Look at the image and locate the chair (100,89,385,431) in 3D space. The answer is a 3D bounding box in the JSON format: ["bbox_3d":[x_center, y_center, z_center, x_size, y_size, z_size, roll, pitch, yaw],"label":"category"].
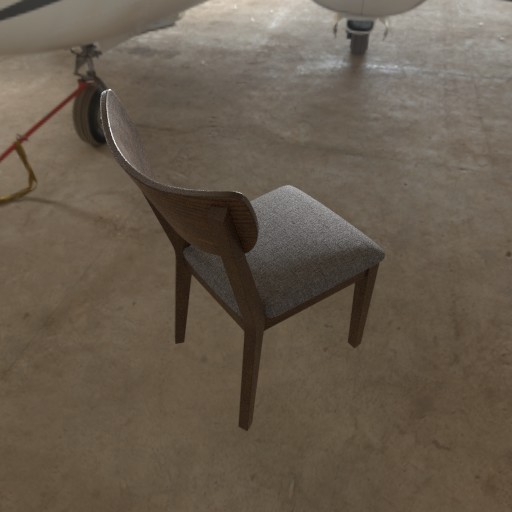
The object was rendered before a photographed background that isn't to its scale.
[{"bbox_3d":[0.000,0.000,1.171,0.583,0.849,0.491,-28,50,-26],"label":"chair"}]
